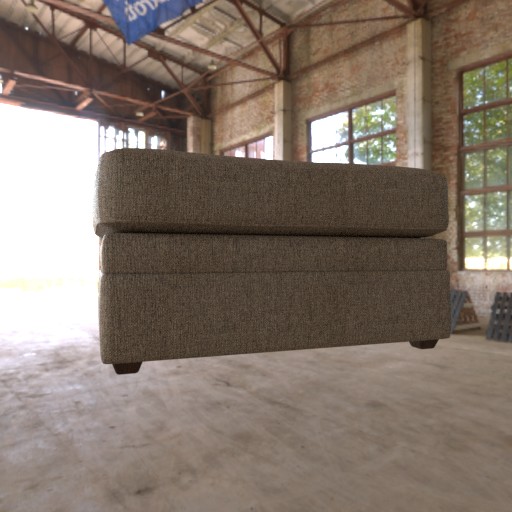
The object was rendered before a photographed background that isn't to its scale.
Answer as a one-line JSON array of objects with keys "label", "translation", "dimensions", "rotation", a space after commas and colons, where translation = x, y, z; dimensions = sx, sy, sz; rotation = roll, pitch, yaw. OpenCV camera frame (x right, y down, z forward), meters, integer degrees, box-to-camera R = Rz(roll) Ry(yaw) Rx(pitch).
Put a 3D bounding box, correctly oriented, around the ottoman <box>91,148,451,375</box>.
[{"label": "ottoman", "translation": [0.000, 0.000, 1.272], "dimensions": [0.885, 0.478, 0.637], "rotation": [0, 0, -19]}]
